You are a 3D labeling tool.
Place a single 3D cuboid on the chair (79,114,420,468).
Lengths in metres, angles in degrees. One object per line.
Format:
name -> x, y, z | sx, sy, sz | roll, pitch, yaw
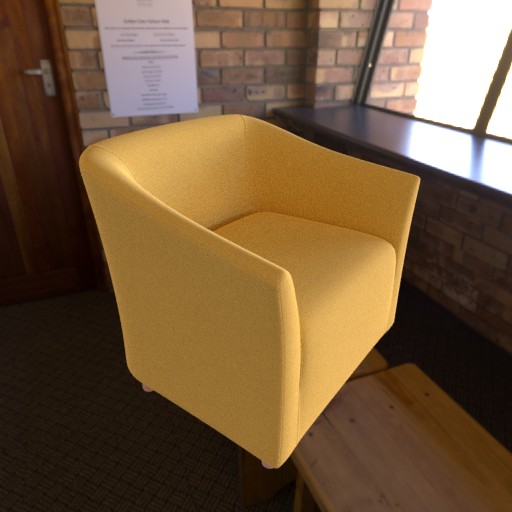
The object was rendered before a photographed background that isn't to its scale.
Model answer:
chair -> 0.000, 0.000, 1.353 | 0.700, 0.720, 0.790 | 18, 32, 32
